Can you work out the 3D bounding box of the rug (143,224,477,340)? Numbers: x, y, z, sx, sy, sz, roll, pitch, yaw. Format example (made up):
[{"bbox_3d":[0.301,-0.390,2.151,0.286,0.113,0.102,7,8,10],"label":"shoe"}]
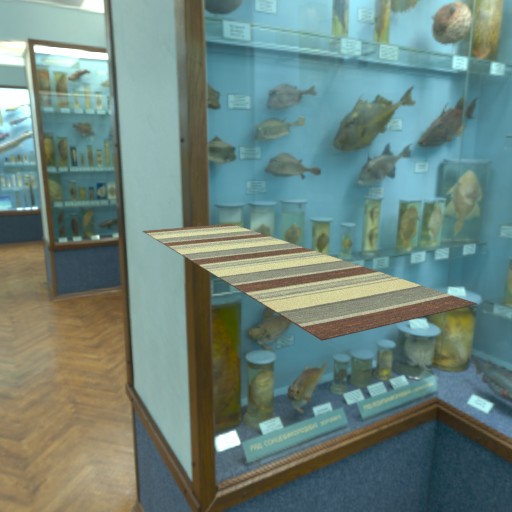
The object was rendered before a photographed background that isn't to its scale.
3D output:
[{"bbox_3d":[0.000,0.000,2.712,0.792,0.006,2.437,-7,15,-27],"label":"rug"}]
